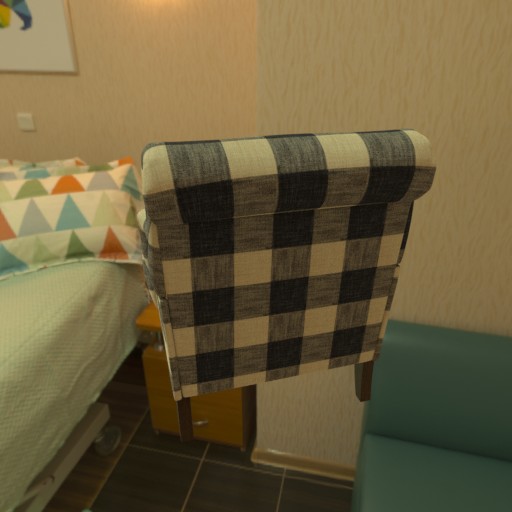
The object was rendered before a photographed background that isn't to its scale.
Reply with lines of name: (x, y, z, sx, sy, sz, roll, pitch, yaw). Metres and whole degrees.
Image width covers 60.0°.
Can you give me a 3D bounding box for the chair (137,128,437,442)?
chair: (0.000, 0.000, 1.577, 0.781, 0.953, 0.848, -7, 26, -15)
